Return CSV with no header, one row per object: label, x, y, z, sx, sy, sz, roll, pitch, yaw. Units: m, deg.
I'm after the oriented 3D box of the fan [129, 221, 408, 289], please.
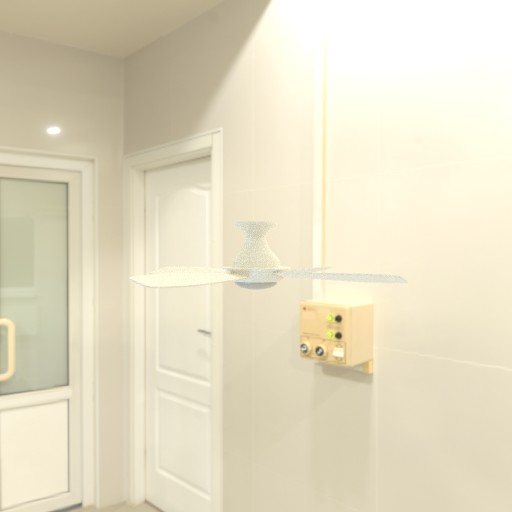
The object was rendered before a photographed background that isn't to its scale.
fan,0.000,0.000,2.530,1.694,0.382,1.693,0,1,36
